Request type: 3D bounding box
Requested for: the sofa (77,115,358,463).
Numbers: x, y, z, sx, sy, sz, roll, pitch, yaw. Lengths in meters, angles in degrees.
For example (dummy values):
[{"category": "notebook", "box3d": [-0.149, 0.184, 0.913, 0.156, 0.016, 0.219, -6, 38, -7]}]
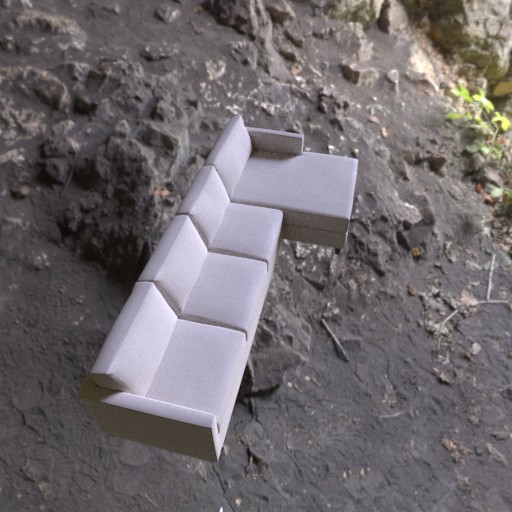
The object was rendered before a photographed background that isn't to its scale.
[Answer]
[{"category": "sofa", "box3d": [0.000, 0.000, 4.081, 1.599, 0.954, 3.471, 10, 48, 9]}]
